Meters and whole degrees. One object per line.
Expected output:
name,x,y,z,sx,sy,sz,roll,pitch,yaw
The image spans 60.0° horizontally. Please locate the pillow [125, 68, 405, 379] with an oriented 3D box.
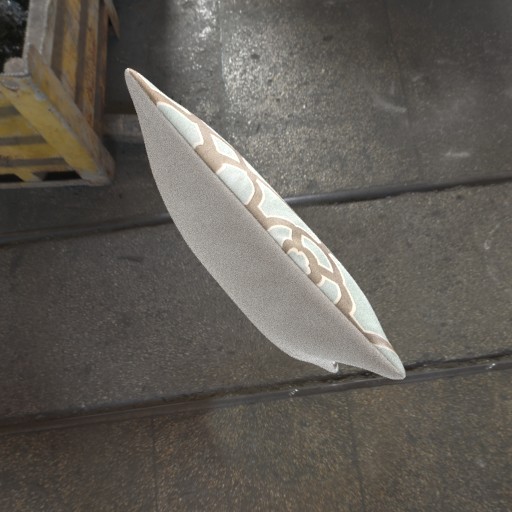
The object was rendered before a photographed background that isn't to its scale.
pillow,0.000,0.000,0.814,0.166,0.508,0.552,-40,79,-9
